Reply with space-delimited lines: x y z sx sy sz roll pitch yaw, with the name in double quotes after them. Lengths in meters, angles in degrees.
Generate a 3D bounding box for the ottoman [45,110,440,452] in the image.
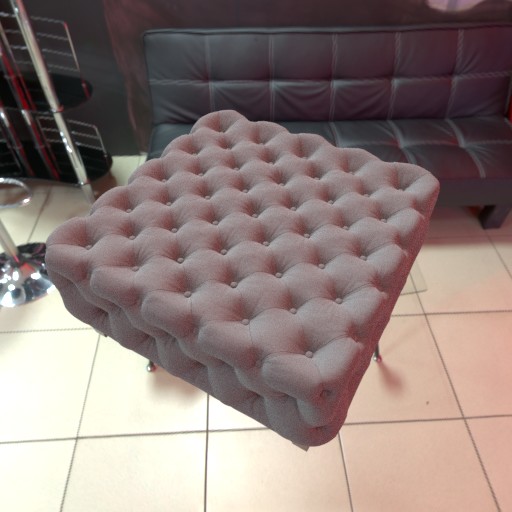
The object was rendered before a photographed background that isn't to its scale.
0.000 0.000 1.435 0.911 0.439 0.917 23 51 20 "ottoman"
